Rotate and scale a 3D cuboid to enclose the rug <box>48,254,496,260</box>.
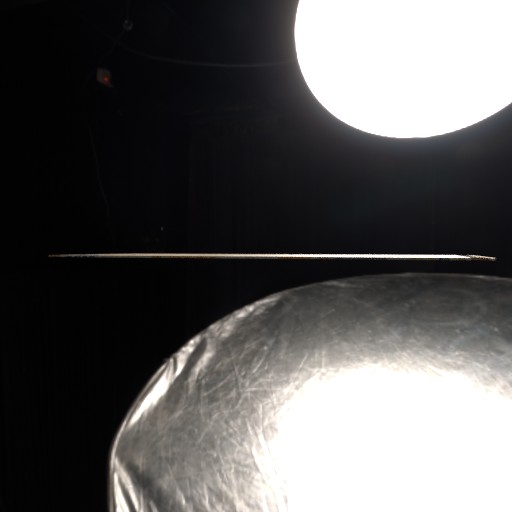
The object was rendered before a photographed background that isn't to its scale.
[{"bbox_3d":[0.000,0.000,2.644,2.437,0.010,0.783,0,1,19],"label":"rug"}]
